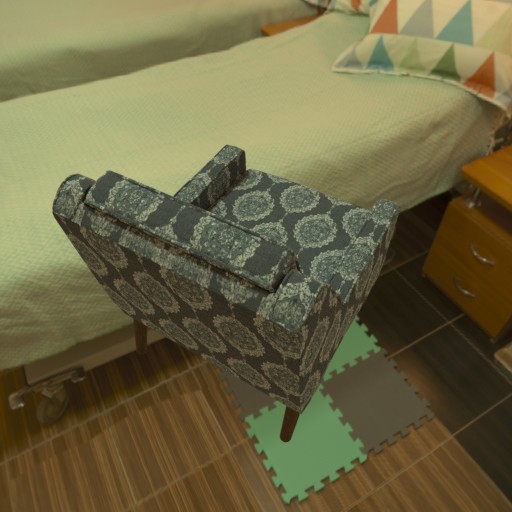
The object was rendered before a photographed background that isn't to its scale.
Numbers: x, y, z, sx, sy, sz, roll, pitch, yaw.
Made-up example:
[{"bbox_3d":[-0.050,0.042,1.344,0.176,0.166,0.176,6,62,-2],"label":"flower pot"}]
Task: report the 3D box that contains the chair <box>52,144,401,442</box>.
[{"bbox_3d":[0.000,0.000,1.346,0.663,0.792,0.743,24,52,20],"label":"chair"}]
